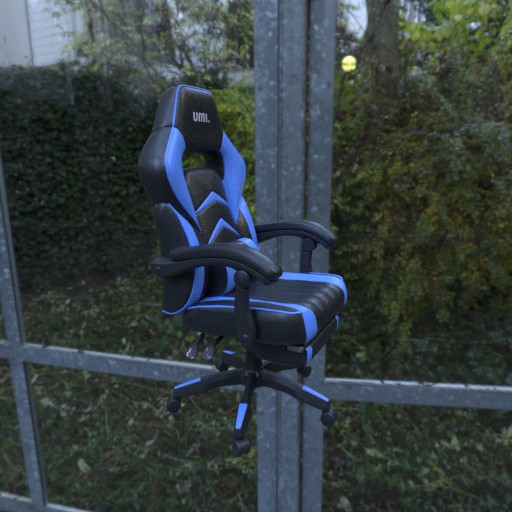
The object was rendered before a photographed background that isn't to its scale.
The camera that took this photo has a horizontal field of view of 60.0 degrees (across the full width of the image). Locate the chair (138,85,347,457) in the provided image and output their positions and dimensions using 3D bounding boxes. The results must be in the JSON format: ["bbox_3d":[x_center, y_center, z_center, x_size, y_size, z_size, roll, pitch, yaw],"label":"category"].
[{"bbox_3d":[0.000,0.000,1.736,0.700,1.280,0.700,7,15,26],"label":"chair"}]
